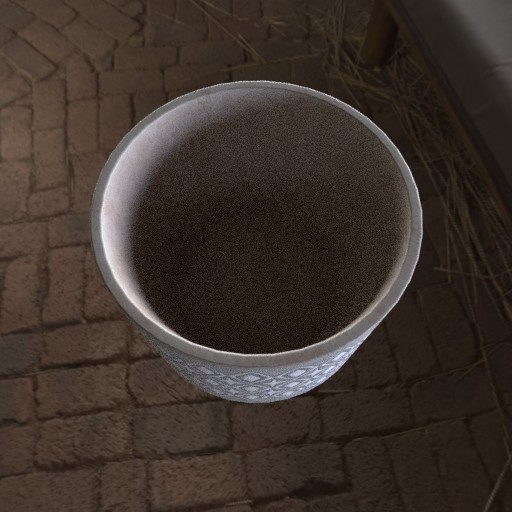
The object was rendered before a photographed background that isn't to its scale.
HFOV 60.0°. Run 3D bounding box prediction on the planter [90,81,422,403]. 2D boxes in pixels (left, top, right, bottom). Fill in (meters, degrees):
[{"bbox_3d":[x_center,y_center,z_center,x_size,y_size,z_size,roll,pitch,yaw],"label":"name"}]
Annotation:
[{"bbox_3d":[0.000,0.000,0.278,0.164,0.127,0.164,0,65,0],"label":"planter"}]
